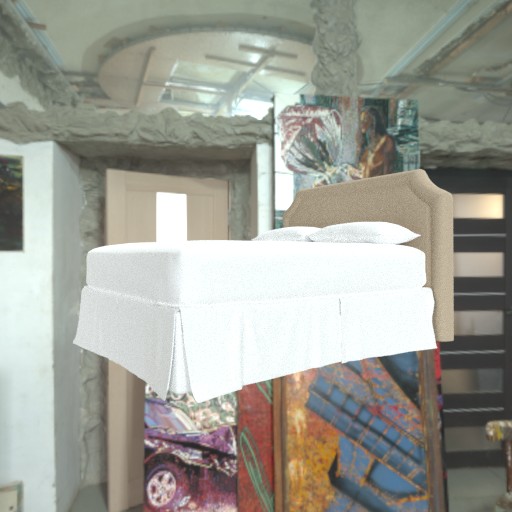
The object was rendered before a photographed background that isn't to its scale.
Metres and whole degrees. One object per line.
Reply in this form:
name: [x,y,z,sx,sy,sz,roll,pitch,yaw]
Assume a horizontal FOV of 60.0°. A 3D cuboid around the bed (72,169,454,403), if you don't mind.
bed: [0.000,0.000,3.262,2.204,1.301,1.828,0,1,-36]
